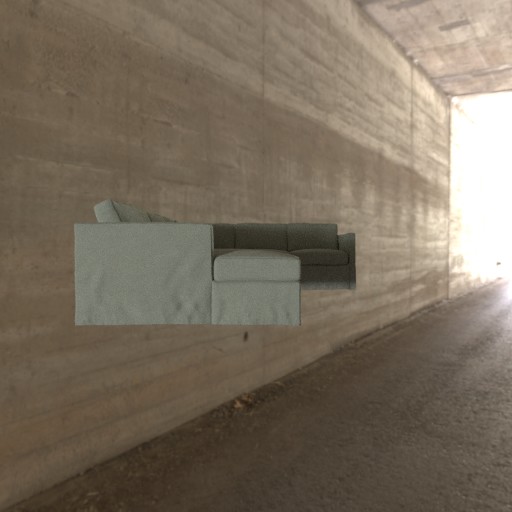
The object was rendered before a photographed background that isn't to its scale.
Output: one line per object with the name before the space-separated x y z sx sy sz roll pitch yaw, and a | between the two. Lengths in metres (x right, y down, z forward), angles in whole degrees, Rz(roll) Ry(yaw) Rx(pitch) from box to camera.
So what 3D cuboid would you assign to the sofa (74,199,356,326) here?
sofa | 0.000 0.000 4.636 2.440 0.869 3.434 0 1 0
